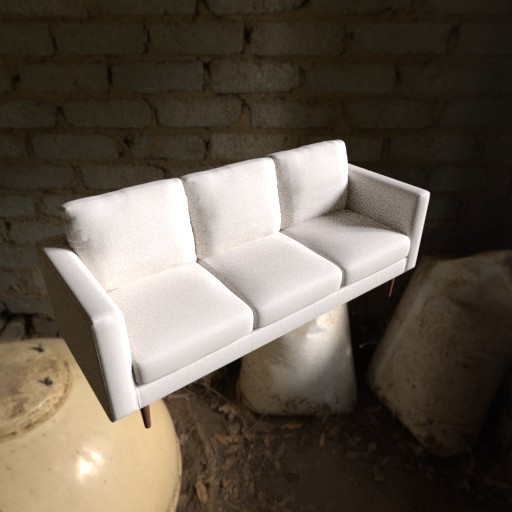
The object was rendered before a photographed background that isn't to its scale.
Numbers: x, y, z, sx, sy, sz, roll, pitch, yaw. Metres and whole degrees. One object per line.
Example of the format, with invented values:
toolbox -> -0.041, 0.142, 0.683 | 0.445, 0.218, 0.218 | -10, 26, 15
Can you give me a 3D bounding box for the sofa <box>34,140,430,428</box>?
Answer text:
sofa -> 0.000, 0.000, 2.451 | 2.029, 0.912, 0.802 | -21, 36, -31
